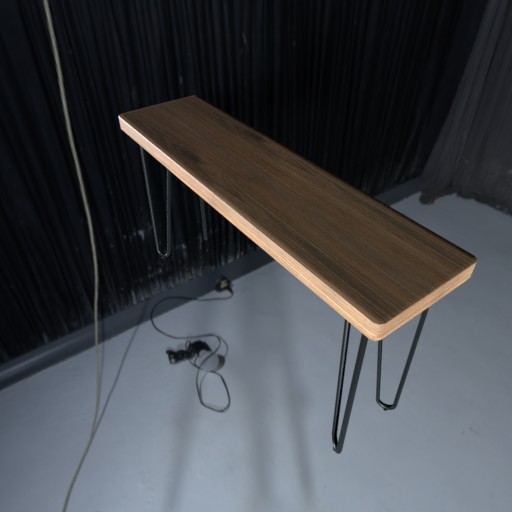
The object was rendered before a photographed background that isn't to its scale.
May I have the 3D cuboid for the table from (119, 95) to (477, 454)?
[{"bbox_3d":[0.000,0.000,1.907,0.425,0.834,1.570,-26,47,-27],"label":"table"}]
